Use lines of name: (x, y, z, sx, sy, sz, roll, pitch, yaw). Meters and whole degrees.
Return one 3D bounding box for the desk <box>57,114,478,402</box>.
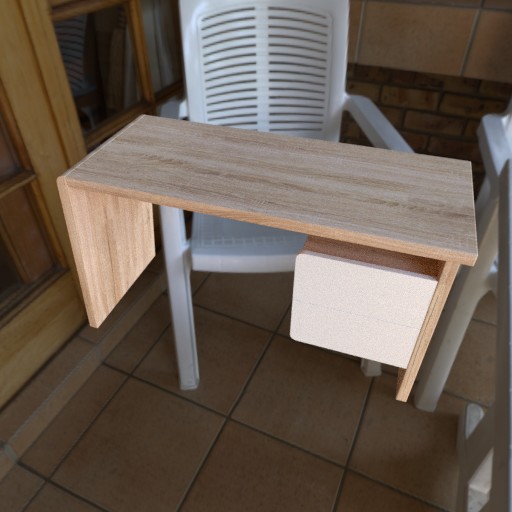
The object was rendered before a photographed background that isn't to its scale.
desk: (0.000, 0.000, 1.651, 1.300, 0.750, 0.500, 12, 42, 14)
